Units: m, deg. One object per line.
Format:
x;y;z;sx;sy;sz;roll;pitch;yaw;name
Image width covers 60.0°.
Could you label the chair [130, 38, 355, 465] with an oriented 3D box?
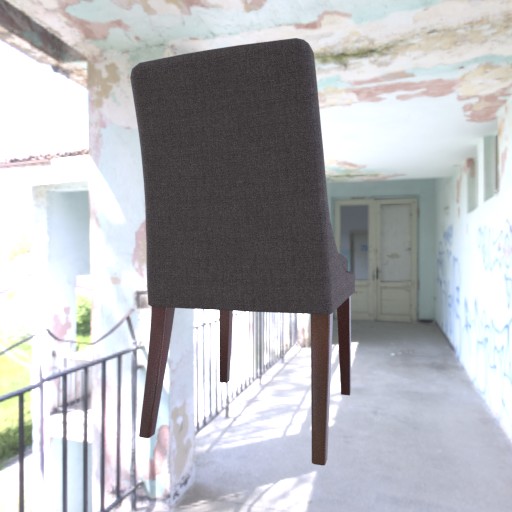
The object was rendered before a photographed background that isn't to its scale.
0.000;0.000;1.310;0.508;0.952;0.655;0;0;19;chair
